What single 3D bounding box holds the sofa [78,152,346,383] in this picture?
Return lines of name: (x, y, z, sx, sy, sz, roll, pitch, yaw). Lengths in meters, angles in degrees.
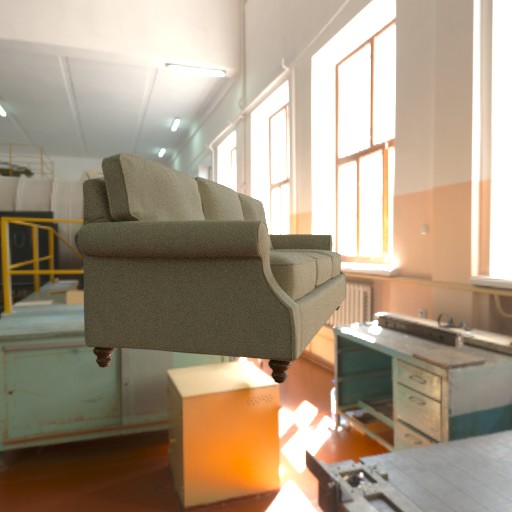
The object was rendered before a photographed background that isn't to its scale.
sofa: (0.000, 0.000, 2.827, 0.966, 0.948, 2.354, 0, 1, 16)
